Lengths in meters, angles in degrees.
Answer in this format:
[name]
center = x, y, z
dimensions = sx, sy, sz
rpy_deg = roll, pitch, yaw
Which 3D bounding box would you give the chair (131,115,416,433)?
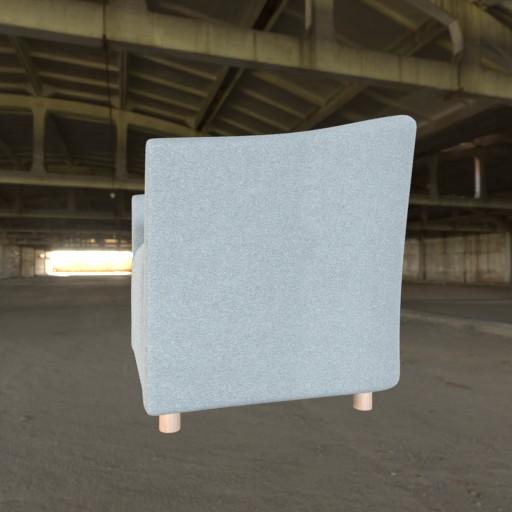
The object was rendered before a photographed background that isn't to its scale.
[chair]
center = 0.000, 0.000, 1.315
dimensions = 0.700, 0.720, 0.790
rpy_deg = 0, -1, -18
